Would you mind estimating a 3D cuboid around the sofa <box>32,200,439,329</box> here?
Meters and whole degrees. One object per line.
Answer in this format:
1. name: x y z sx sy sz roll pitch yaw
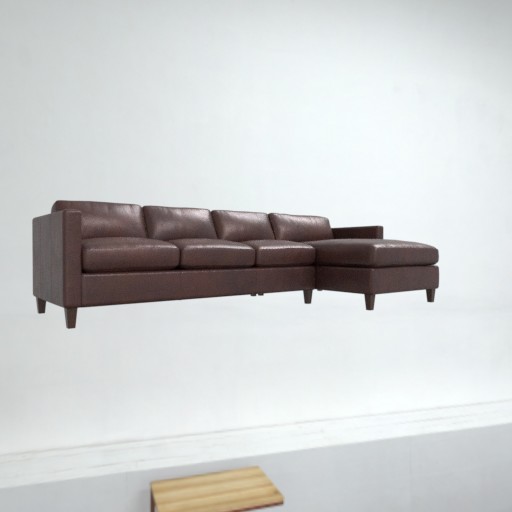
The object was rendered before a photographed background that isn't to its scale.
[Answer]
1. sofa: 0.000 0.000 3.812 3.203 0.883 1.581 -1 1 -38
